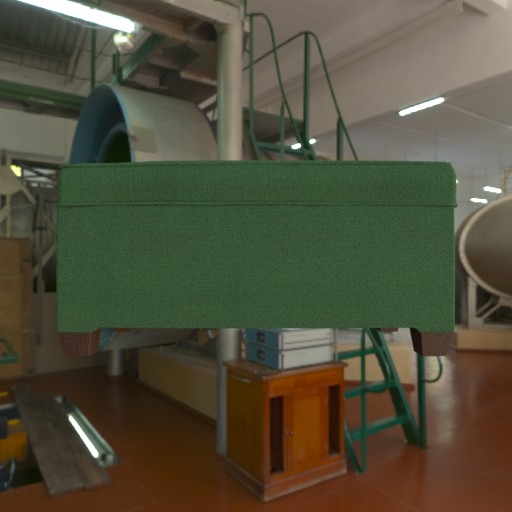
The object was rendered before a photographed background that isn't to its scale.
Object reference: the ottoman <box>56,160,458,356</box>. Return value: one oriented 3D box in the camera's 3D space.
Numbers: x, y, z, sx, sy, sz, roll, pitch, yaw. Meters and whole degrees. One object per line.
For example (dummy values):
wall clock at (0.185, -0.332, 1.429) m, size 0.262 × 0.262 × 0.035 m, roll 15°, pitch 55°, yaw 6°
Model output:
ottoman at (0.000, 0.000, 1.239) m, size 0.957 × 0.471 × 0.483 m, roll 0°, pitch 0°, yaw 0°
